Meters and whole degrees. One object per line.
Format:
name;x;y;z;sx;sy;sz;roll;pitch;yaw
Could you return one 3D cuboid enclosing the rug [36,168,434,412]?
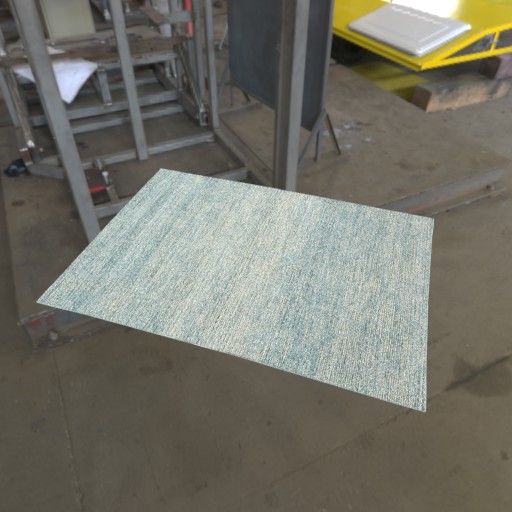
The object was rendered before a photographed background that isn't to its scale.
rug;0.000;0.000;2.964;2.260;0.026;1.611;13;44;14
